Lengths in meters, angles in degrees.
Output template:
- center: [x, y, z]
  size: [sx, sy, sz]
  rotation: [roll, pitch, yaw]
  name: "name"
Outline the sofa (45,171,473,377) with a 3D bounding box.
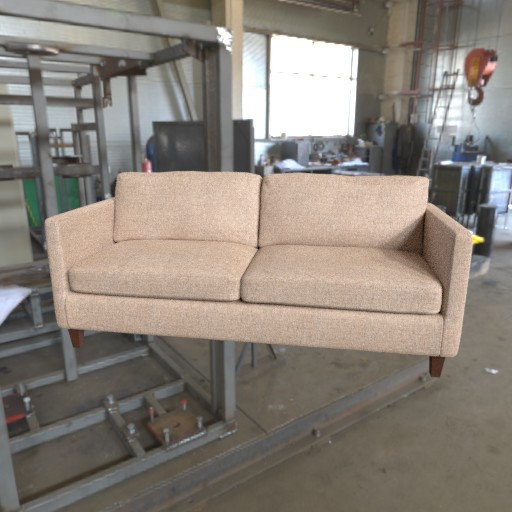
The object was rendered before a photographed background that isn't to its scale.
- center: [0.000, 0.000, 2.704]
  size: [2.208, 0.965, 0.951]
  rotation: [3, 16, 9]
  name: "sofa"
